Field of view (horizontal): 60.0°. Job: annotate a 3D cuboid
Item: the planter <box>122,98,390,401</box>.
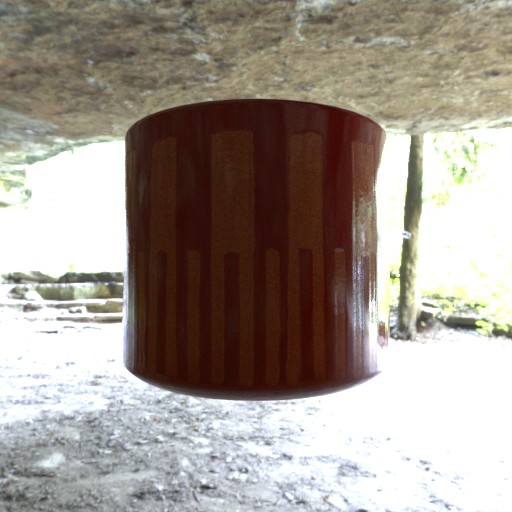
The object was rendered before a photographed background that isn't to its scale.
[{"bbox_3d":[0.000,0.000,0.400,0.230,0.202,0.230,0,-1,0],"label":"planter"}]
